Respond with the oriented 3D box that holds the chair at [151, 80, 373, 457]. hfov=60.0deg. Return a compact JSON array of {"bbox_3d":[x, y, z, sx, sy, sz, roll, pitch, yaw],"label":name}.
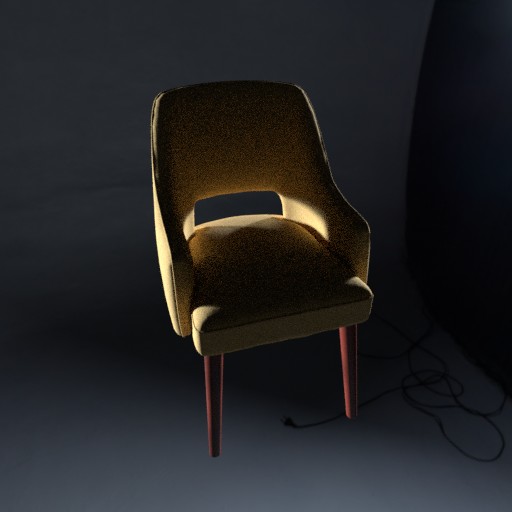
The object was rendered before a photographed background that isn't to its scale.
[{"bbox_3d":[0.000,0.000,1.273,0.548,0.849,0.605,-9,33,-15],"label":"chair"}]
